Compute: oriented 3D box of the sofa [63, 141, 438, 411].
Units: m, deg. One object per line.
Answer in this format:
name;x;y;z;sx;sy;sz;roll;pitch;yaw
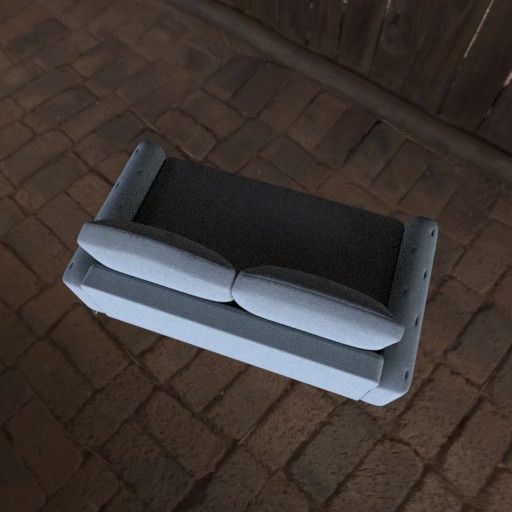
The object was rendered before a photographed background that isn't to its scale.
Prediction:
sofa;0.000;0.000;2.207;1.650;0.790;0.920;17;65;8
